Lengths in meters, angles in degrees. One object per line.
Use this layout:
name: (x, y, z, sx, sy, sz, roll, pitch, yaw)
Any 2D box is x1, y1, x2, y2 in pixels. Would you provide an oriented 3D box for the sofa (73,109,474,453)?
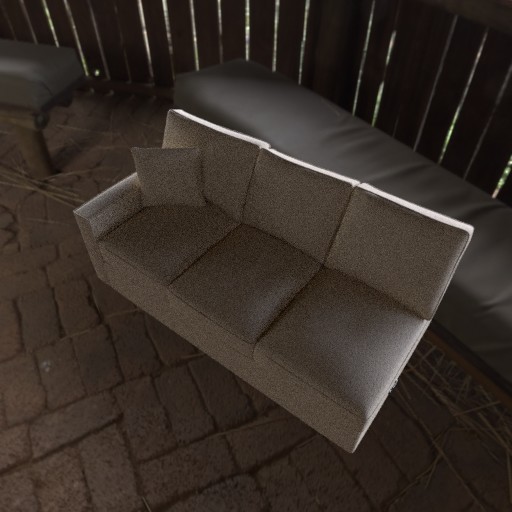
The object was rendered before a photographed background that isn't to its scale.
sofa: (0.000, 0.000, 2.556, 1.962, 0.946, 1.034, 28, 52, 25)
